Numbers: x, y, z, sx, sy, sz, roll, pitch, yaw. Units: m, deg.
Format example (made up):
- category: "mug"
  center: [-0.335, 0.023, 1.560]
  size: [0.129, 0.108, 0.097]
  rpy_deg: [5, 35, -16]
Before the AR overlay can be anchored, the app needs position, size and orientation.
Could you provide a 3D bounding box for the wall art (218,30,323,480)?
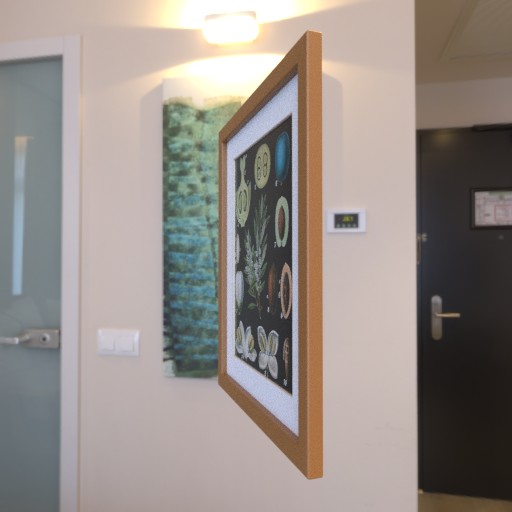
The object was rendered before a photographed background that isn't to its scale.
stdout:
- category: "wall art"
  center: [0.000, 0.000, 0.521]
  size: [0.015, 0.379, 0.310]
  rpy_deg: [0, -1, -19]
